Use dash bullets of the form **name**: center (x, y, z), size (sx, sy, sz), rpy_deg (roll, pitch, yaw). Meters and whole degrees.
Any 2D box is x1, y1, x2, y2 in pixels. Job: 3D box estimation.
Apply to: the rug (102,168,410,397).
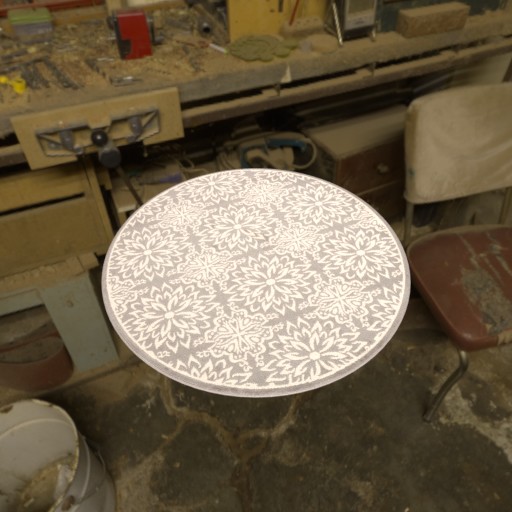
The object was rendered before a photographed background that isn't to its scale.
- **rug**: center (0.000, 0.000, 2.351), size (1.593, 0.012, 1.593), rpy_deg (0, 46, 0)
